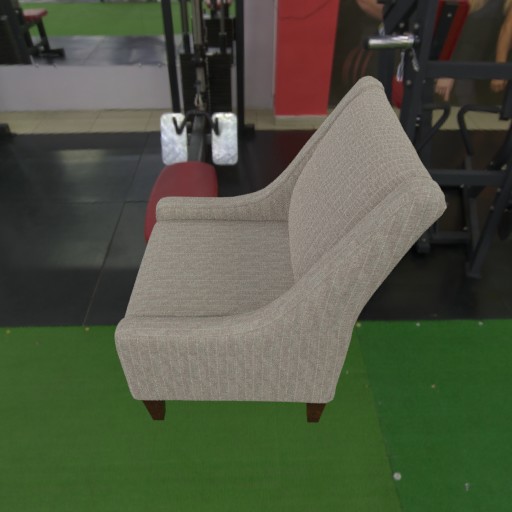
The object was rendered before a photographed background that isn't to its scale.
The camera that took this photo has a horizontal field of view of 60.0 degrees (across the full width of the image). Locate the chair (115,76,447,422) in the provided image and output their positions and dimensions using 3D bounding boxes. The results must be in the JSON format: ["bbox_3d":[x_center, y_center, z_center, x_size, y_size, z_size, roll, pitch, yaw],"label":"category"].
[{"bbox_3d":[0.000,0.000,1.574,0.870,1.014,0.774,1,41,1],"label":"chair"}]
